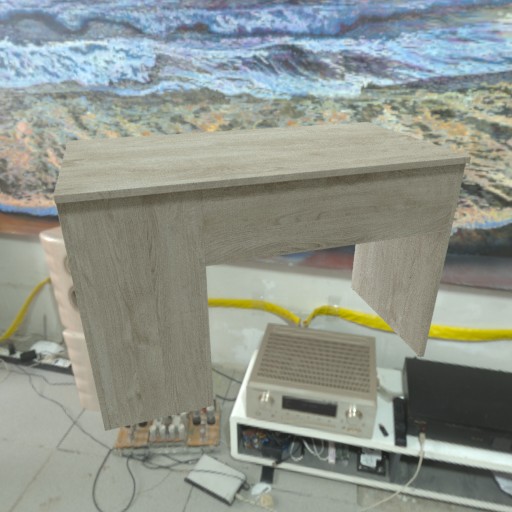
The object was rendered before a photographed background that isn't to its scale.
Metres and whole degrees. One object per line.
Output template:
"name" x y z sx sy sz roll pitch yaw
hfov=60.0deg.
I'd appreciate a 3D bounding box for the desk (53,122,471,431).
"desk" 0.000 0.000 1.503 1.096 0.730 0.560 -8 28 -16
